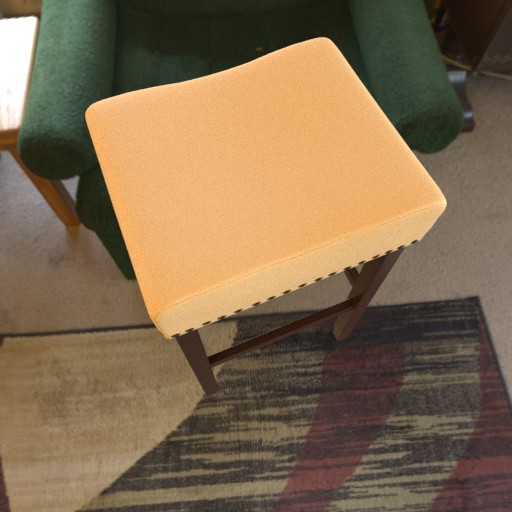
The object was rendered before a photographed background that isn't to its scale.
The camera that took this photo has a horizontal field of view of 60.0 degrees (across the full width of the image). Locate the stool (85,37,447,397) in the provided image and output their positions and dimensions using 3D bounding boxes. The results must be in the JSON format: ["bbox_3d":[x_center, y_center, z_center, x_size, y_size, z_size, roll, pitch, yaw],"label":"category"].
[{"bbox_3d":[0.000,0.000,1.027,0.471,0.762,0.401,-20,65,-10],"label":"stool"}]
